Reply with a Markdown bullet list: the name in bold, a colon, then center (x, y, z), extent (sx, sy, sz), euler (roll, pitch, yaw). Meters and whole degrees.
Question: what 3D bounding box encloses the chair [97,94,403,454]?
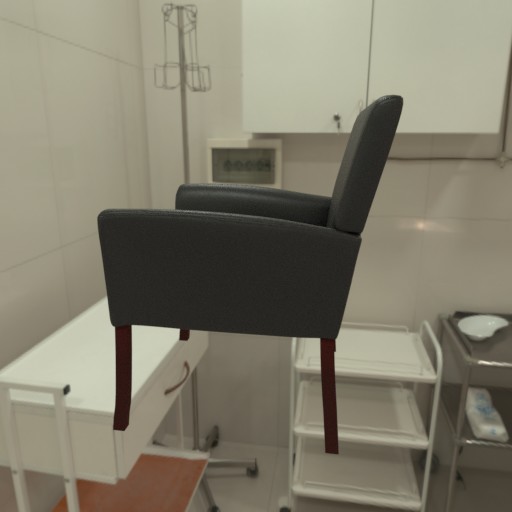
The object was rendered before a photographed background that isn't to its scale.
- **chair**: center (0.000, 0.000, 1.463), extent (0.772, 0.951, 0.683), euler (2, 15, 9)
